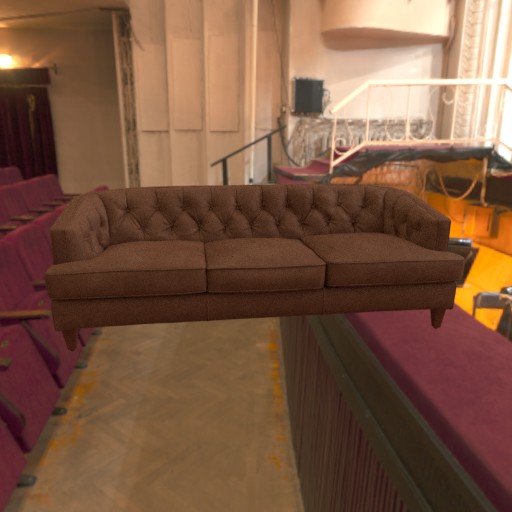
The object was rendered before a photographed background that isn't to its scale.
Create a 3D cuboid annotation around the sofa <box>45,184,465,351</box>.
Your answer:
[{"bbox_3d":[0.000,0.000,2.714,2.227,0.787,0.927,-2,15,-8],"label":"sofa"}]
